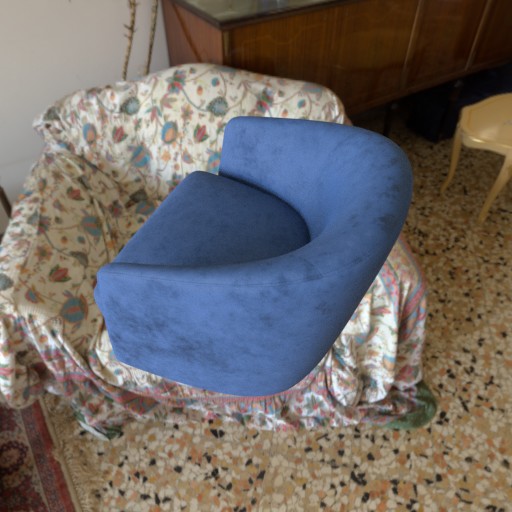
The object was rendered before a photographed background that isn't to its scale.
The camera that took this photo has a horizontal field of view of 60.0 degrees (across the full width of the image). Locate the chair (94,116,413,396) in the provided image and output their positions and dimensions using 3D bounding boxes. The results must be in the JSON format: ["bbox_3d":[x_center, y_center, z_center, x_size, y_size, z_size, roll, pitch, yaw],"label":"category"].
[{"bbox_3d":[0.000,0.000,1.343,0.767,0.698,0.773,15,47,15],"label":"chair"}]
